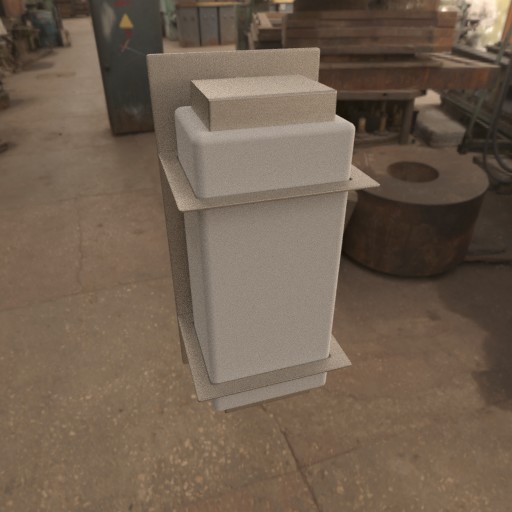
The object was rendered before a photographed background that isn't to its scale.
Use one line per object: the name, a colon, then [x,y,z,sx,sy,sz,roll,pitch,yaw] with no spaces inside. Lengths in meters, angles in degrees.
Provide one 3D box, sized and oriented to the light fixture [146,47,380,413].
light fixture: [0.000,0.000,0.466,0.168,0.380,0.160,-9,33,-14]
